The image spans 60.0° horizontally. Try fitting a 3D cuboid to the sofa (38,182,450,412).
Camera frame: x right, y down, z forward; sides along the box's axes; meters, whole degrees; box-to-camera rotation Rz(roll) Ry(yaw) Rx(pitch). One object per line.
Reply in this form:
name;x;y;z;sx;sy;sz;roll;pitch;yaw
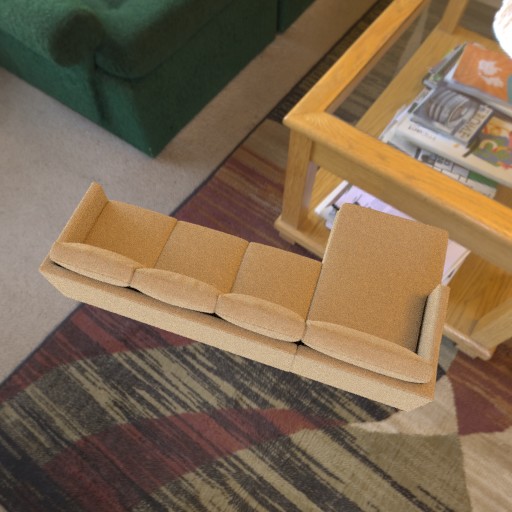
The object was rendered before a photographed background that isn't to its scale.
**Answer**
sofa;0.000;0.000;3.899;3.186;0.846;1.625;17;65;8
